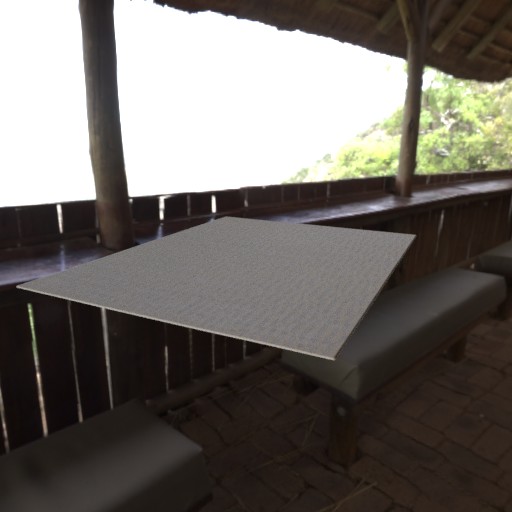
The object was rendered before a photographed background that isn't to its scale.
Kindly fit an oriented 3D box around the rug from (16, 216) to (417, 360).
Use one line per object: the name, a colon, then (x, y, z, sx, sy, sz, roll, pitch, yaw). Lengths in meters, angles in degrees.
rug: (0.000, 0.000, 4.046, 2.410, 0.021, 3.055, 8, 18, 25)
